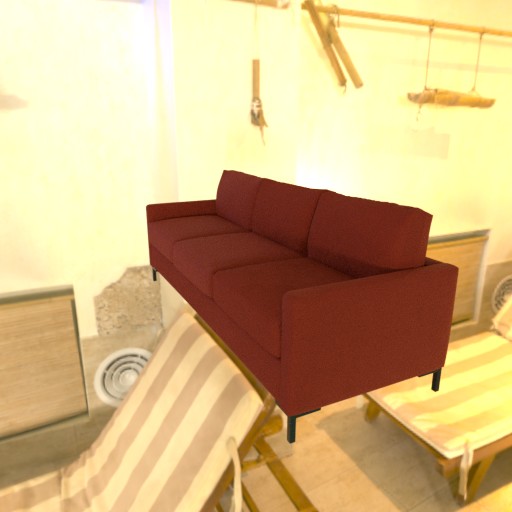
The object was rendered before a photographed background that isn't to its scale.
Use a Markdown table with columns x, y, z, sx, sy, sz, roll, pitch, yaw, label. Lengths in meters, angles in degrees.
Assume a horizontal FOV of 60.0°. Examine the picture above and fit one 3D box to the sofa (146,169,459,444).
| x | y | z | sx | sy | sz | roll | pitch | yaw | label |
| --- | --- | --- | --- | --- | --- | --- | --- | --- | --- |
| 0.000 | 0.000 | 2.732 | 0.875 | 0.879 | 2.252 | -8 | 18 | -25 | sofa |
